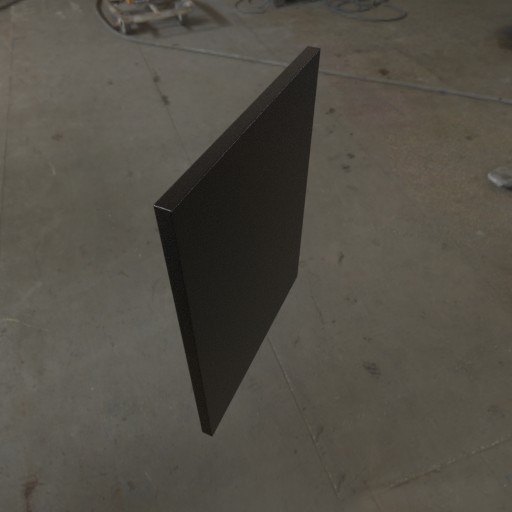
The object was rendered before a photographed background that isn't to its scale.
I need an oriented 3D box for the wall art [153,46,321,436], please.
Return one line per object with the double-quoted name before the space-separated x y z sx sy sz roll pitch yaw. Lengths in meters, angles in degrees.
"wall art" 0.000 0.000 1.666 0.053 1.194 0.950 19 49 17
